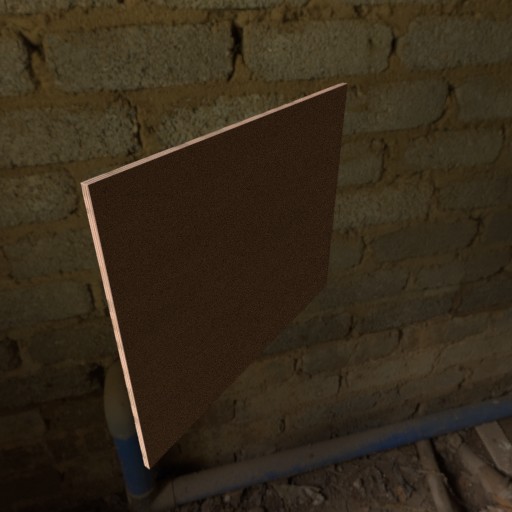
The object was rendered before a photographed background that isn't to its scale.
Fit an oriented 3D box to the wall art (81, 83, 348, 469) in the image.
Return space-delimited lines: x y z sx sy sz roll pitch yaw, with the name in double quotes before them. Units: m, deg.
"wall art" 0.000 0.000 0.661 0.010 0.408 0.508 21 38 29
